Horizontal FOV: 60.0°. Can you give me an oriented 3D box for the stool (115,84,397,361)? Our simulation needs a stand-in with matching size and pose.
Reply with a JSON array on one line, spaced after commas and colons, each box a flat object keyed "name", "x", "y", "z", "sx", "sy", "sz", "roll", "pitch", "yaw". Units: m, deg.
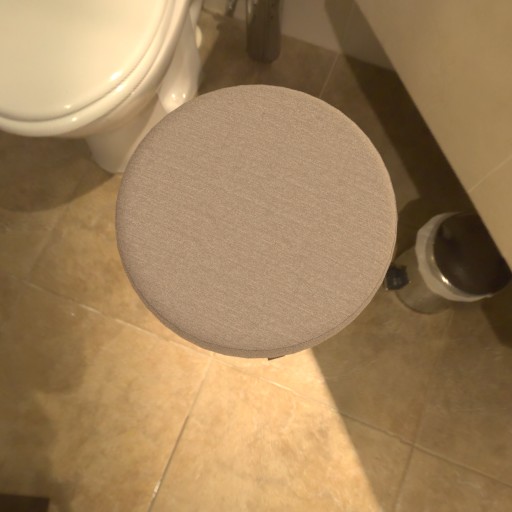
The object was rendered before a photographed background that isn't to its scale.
[{"name": "stool", "x": 0.000, "y": 0.000, "z": 0.966, "sx": 0.443, "sy": 0.672, "sz": 0.443, "roll": 0, "pitch": 76, "yaw": 0}]
